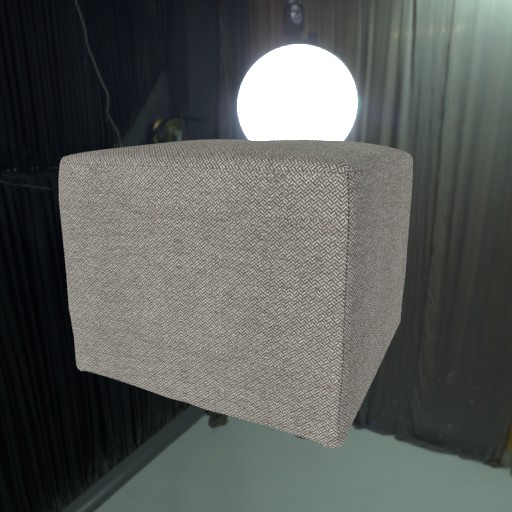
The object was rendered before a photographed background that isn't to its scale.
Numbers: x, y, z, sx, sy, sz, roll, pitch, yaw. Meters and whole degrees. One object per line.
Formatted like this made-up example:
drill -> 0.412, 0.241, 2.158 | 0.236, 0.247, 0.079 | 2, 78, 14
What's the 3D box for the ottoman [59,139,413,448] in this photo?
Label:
ottoman -> 0.000, 0.000, 0.890 | 0.519, 0.453, 0.512 | 7, 16, 26
